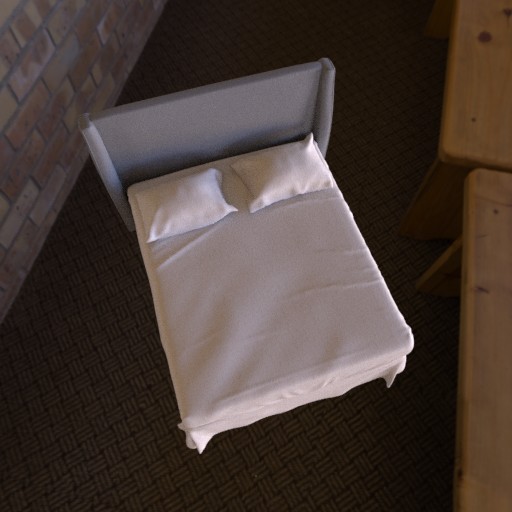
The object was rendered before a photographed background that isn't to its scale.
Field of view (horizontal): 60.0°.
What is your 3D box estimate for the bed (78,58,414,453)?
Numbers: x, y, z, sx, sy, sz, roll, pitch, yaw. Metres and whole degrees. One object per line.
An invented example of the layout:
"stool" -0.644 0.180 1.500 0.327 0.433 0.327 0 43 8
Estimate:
"bed" 0.000 0.000 3.331 1.925 1.332 2.276 -16 65 -8
